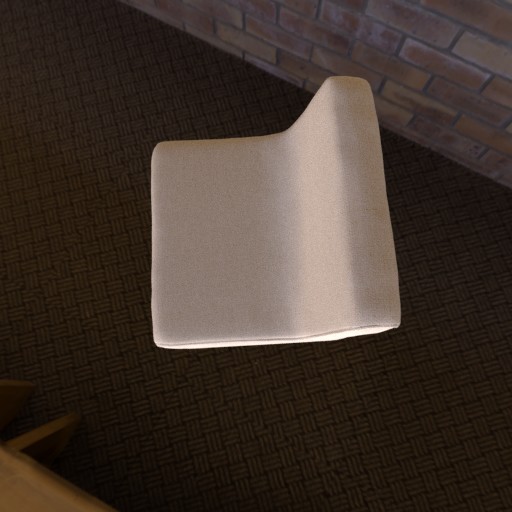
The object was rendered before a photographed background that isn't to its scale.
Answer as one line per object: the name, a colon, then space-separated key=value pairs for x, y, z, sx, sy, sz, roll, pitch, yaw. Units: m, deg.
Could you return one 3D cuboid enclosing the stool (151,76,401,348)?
stool: x=0.000 y=0.000 z=1.264 sx=0.500 sy=0.937 sz=0.511 roll=-3 pitch=76 yaw=-1
